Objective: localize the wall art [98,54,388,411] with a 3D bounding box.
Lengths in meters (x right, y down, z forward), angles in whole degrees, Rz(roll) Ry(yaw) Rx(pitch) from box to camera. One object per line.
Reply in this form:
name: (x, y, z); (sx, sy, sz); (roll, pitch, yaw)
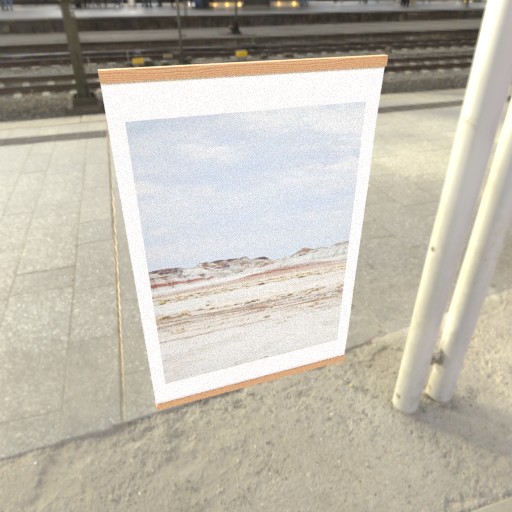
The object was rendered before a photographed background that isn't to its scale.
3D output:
wall art: (0.000, 0.000, 1.879); (1.011, 1.521, 0.025); (-10, 33, -16)
